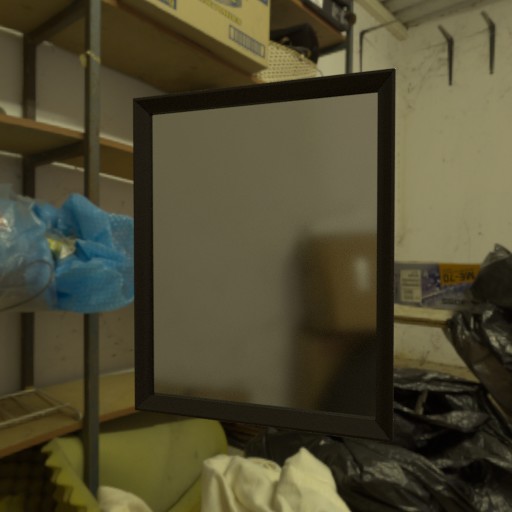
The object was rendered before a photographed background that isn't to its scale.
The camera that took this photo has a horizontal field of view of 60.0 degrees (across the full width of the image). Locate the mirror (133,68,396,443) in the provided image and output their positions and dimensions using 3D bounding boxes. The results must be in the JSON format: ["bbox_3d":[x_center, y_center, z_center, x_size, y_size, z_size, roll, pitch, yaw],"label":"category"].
[{"bbox_3d":[0.000,0.000,0.680,0.406,0.509,0.041,0,1,18],"label":"mirror"}]
